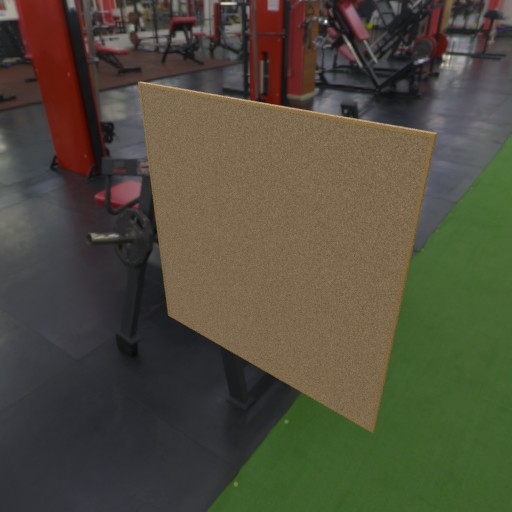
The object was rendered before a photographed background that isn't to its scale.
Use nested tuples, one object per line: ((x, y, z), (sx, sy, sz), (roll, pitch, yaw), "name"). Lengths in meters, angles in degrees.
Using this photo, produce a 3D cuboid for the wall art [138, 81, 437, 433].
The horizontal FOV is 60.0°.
((0.000, 0.000, 1.430), (0.962, 0.959, 0.013), (22, 38, 32), "wall art")
